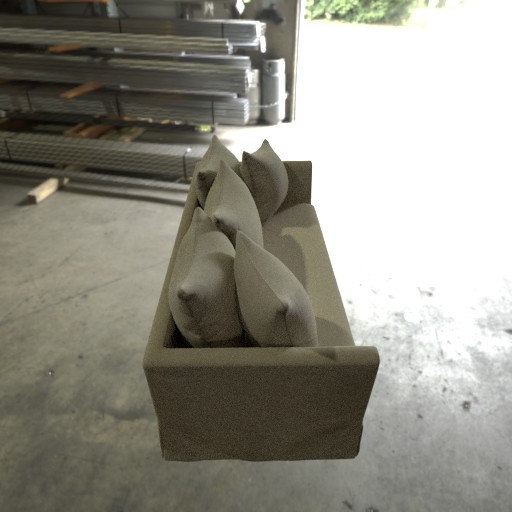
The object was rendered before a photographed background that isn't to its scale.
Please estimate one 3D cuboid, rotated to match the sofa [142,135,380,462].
[{"bbox_3d":[0.000,0.000,2.859,1.031,1.034,2.290,-1,32,-1],"label":"sofa"}]
